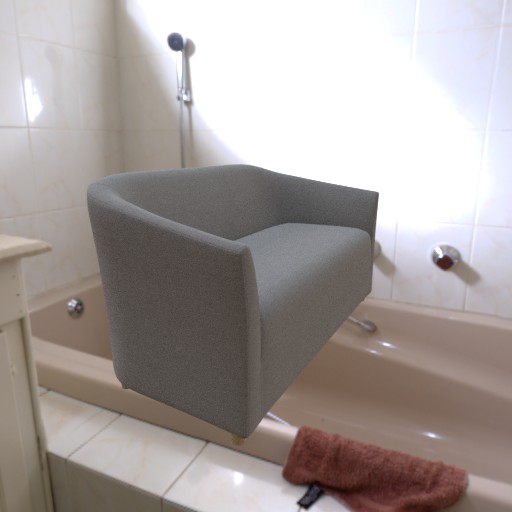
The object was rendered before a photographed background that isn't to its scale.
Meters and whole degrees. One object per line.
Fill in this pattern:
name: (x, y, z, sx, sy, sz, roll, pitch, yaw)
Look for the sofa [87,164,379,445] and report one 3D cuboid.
sofa: (0.000, 0.000, 1.877, 0.705, 0.721, 1.452, 7, 16, 27)
